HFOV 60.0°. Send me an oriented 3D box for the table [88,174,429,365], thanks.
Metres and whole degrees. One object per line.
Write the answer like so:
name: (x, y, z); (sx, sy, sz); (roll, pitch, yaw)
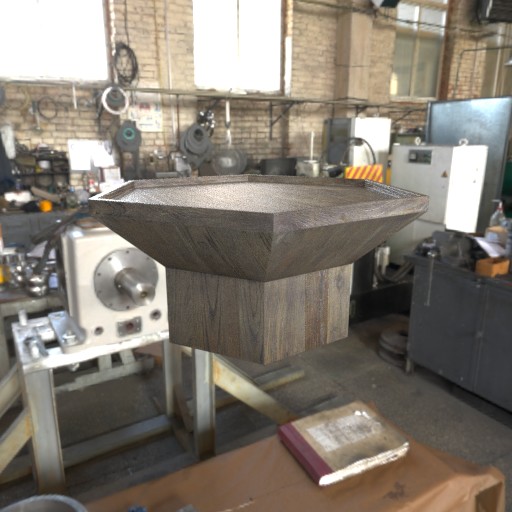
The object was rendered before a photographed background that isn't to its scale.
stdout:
table: (0.000, 0.000, 1.578); (1.115, 0.488, 0.966); (7, 16, 25)
